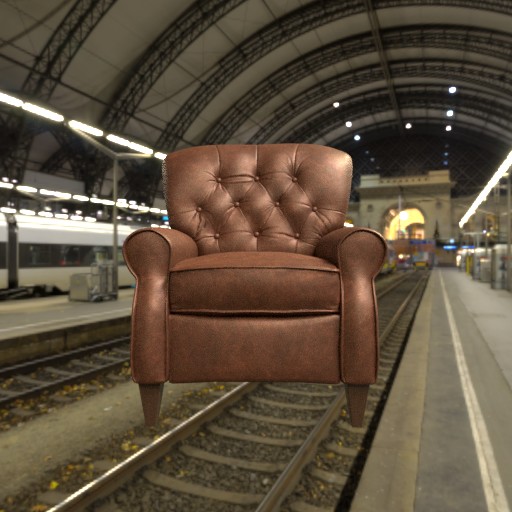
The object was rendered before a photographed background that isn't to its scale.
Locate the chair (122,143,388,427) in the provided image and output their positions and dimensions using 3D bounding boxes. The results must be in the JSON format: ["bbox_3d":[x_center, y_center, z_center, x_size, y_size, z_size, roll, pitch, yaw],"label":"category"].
[{"bbox_3d":[0.000,0.000,1.955,0.979,1.162,1.031,0,0,1],"label":"chair"}]
